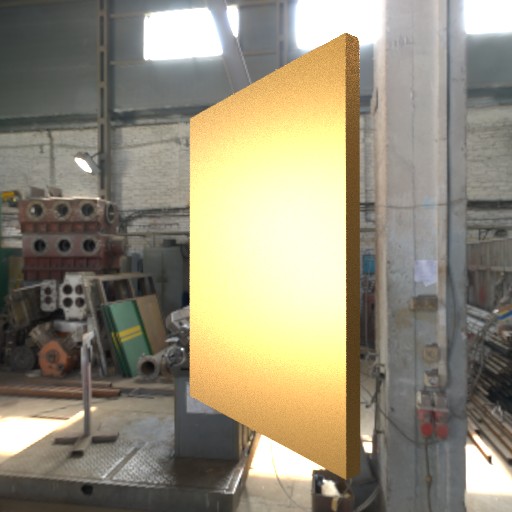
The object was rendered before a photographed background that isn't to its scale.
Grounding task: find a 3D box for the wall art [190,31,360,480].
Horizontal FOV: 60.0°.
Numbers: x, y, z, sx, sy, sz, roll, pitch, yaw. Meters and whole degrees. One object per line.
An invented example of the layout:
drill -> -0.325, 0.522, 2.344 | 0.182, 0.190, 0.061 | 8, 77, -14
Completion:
wall art -> 0.000, 0.000, 1.060 | 0.038, 0.812, 0.610 | 0, -1, -36
